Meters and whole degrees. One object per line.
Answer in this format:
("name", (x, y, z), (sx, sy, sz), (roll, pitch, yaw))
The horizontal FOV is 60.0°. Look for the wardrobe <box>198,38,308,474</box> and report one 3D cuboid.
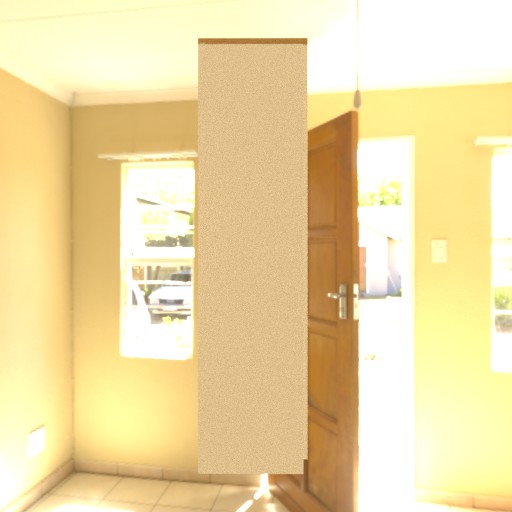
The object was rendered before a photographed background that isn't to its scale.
("wardrobe", (0.000, 0.000, 3.378), (0.590, 2.260, 2.160), (0, 0, 0))
